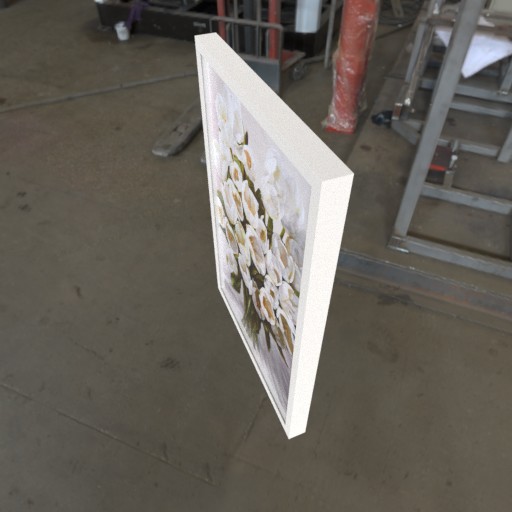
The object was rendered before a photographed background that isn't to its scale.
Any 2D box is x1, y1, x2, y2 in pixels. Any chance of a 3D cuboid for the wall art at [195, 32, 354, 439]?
[{"bbox_3d":[0.000,0.000,0.845,0.038,0.657,0.450,-17,48,-16],"label":"wall art"}]
